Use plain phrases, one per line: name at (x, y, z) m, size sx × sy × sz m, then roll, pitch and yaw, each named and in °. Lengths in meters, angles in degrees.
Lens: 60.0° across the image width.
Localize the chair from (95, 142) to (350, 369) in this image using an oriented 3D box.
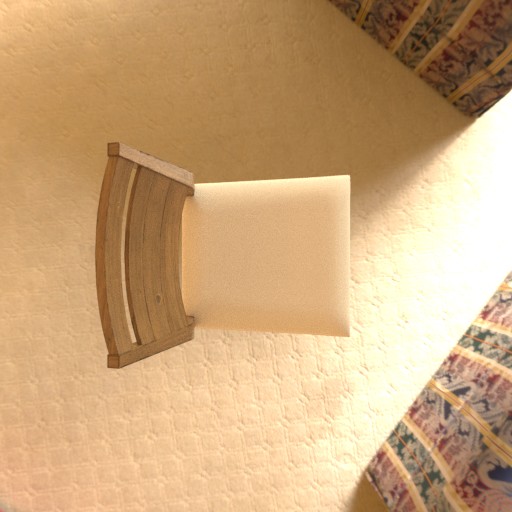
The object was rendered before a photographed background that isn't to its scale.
chair at (0.000, 0.000, 1.296) m, size 0.610 × 0.939 × 0.497 m, roll 0°, pitch 90°, yaw 0°
